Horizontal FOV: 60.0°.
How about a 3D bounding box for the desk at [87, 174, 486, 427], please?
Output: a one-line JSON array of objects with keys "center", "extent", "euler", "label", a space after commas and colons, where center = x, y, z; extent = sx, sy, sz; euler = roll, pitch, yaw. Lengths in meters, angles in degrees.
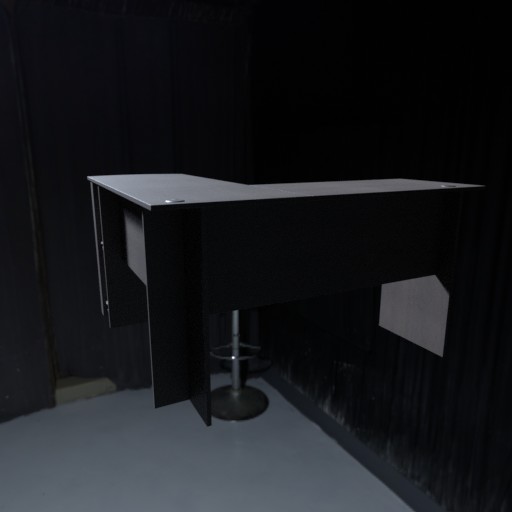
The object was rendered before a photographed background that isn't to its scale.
[{"center": [0.000, 0.000, 2.101], "extent": [1.303, 0.716, 1.361], "euler": [-7, 15, -26], "label": "desk"}]
